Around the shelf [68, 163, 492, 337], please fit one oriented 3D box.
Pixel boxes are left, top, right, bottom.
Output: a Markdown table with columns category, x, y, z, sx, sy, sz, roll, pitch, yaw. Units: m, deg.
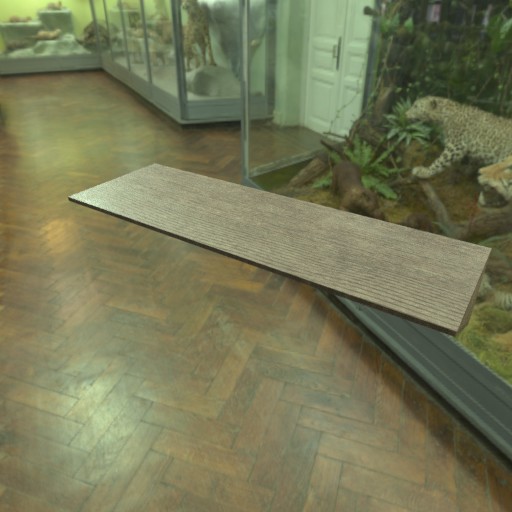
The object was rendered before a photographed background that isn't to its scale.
| category | x | y | z | sx | sy | sz | roll | pitch | yaw |
| --- | --- | --- | --- | --- | --- | --- | --- | --- | --- |
| shelf | 0.000 | 0.000 | 0.686 | 0.610 | 0.125 | 0.200 | 19 | 35 | 28 |
